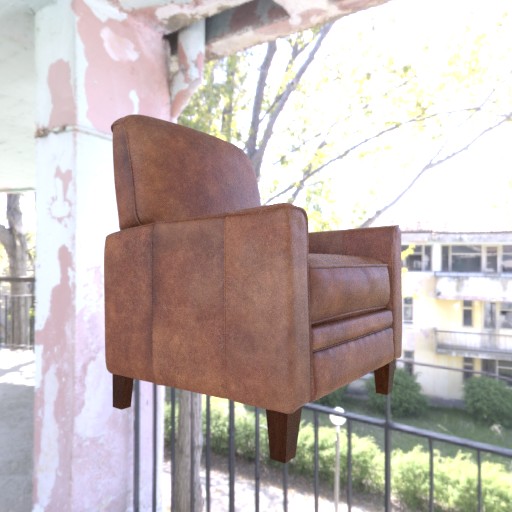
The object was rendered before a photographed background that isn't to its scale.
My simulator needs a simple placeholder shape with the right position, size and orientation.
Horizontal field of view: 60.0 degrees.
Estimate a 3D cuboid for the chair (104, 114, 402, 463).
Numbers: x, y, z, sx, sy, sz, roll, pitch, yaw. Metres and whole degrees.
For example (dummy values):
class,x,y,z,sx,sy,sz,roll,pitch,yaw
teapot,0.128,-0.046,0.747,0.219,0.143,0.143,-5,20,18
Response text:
class,x,y,z,sx,sy,sz,roll,pitch,yaw
chair,0.000,0.000,1.612,0.836,1.043,0.843,-1,-1,37
